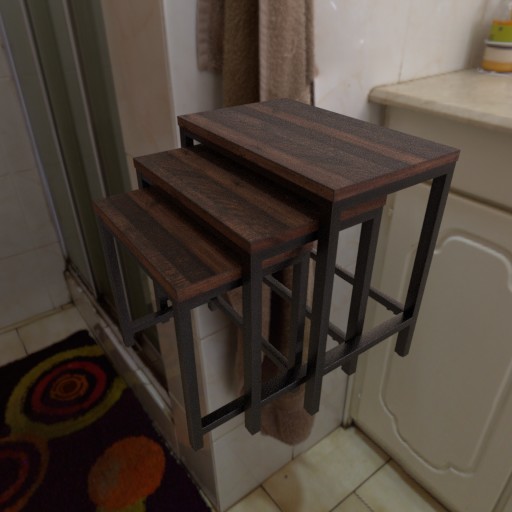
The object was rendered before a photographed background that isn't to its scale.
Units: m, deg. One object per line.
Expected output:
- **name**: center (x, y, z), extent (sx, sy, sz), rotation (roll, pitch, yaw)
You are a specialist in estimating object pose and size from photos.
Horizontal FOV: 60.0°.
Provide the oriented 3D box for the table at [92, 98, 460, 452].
- **table**: center (0.000, 0.000, 1.173), extent (0.660, 0.616, 0.608), rotation (-21, 37, -29)
